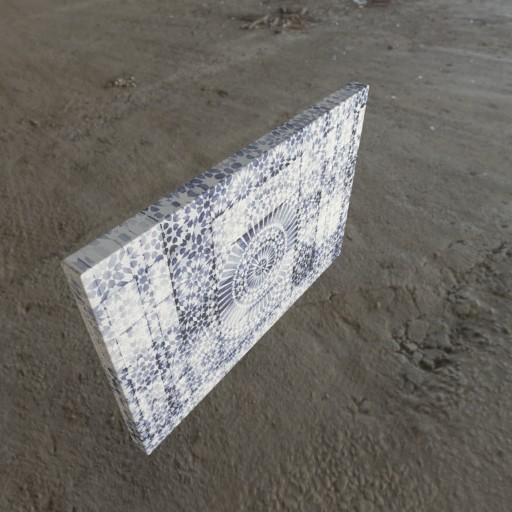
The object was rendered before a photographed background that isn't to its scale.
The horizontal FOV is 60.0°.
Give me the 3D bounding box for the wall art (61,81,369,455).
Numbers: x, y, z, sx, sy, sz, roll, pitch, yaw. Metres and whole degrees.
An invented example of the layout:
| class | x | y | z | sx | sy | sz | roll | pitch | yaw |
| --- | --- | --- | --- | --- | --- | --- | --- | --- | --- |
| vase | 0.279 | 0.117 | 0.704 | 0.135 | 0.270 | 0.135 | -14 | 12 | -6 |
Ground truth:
| class | x | y | z | sx | sy | sz | roll | pitch | yaw |
| --- | --- | --- | --- | --- | --- | --- | --- | --- | --- |
| wall art | 0.000 | 0.000 | 1.131 | 0.057 | 0.608 | 0.911 | 28 | 49 | 27 |
